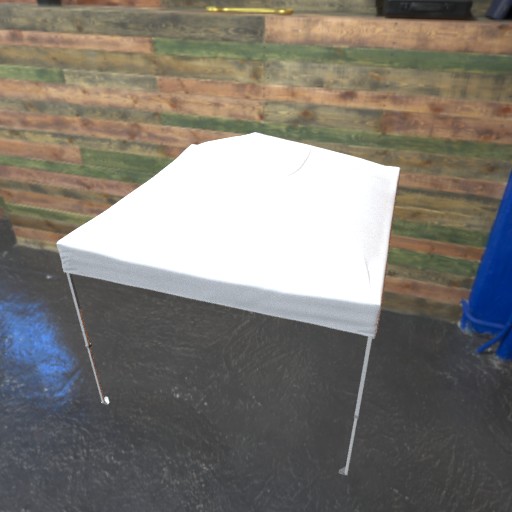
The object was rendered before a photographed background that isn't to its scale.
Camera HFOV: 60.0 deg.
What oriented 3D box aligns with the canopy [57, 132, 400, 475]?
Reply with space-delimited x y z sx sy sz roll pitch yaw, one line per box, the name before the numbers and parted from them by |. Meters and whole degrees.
canopy | 0.000 0.000 5.347 2.996 2.997 2.998 10 34 15
